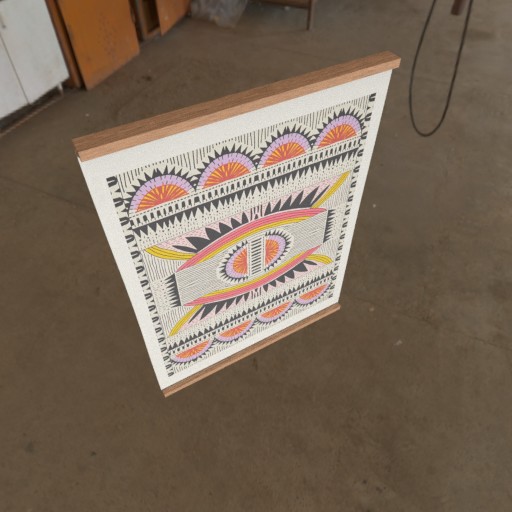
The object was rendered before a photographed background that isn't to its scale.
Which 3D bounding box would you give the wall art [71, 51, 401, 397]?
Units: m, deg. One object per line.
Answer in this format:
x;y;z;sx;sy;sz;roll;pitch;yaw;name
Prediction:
0.000;0.000;0.783;0.456;0.609;0.028;-23;52;-19;wall art
